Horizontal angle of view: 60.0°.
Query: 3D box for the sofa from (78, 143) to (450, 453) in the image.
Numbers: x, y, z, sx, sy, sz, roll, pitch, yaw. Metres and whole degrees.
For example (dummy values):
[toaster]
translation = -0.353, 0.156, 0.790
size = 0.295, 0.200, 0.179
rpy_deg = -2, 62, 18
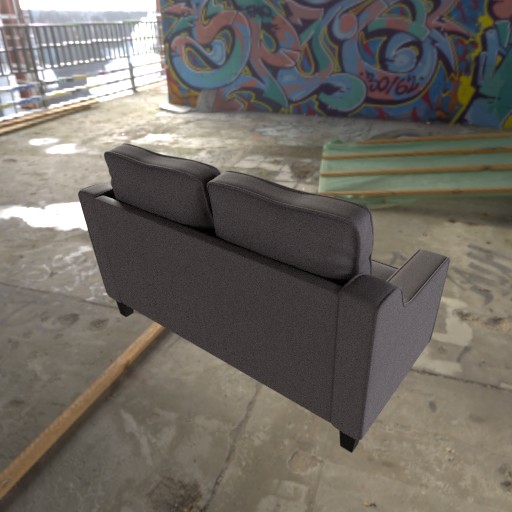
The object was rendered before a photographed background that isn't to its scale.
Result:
[sofa]
translation = 0.000, 0.000, 2.042
size = 1.500, 0.948, 0.791
rpy_deg = 21, 35, 33
